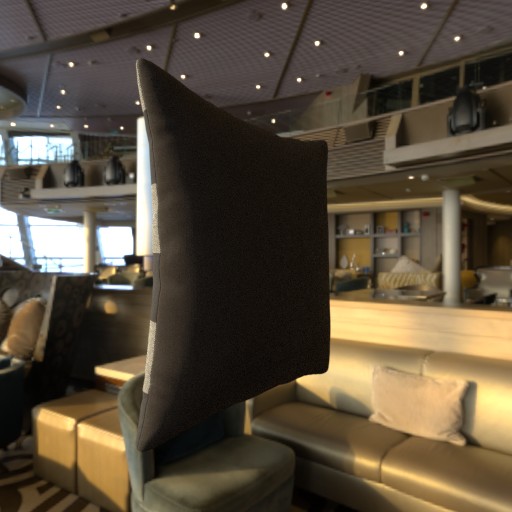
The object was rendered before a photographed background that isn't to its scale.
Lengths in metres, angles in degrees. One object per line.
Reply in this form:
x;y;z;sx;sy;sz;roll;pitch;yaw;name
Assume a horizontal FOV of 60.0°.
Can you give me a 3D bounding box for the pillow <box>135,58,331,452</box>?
0.000;0.000;0.772;0.161;0.509;0.511;0;0;36;pillow
